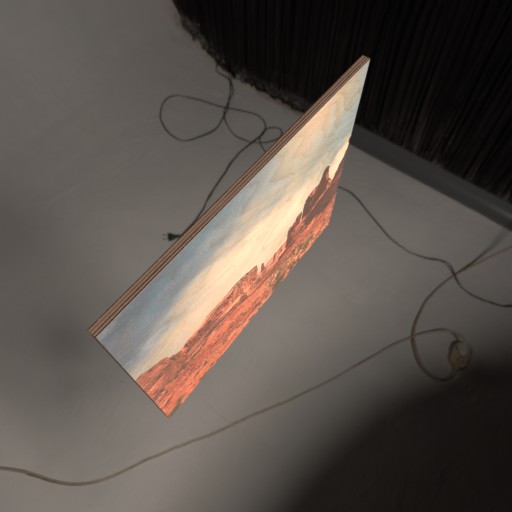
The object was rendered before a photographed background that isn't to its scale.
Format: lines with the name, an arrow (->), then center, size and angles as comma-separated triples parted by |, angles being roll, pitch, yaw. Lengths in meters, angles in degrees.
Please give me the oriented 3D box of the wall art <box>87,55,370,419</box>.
wall art -> 0.000, 0.000, 0.690 | 0.013, 0.406, 0.508 | 33, 65, 18
